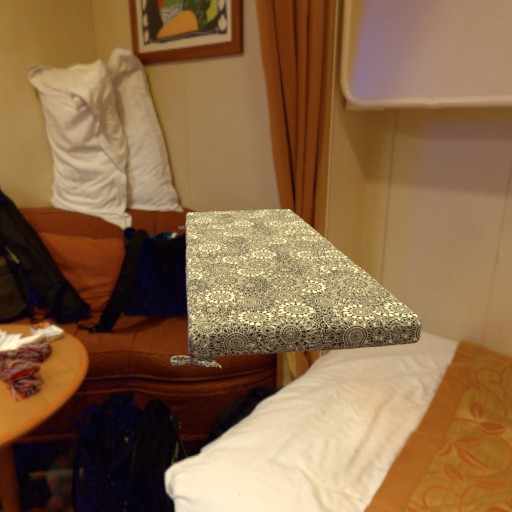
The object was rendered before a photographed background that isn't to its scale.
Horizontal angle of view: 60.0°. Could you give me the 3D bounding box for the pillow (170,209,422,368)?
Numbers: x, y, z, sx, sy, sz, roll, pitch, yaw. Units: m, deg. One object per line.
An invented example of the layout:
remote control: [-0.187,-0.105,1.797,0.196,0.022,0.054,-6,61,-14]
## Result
pillow: [0.000,0.000,1.372,0.492,0.081,1.187,-3,17,-8]
